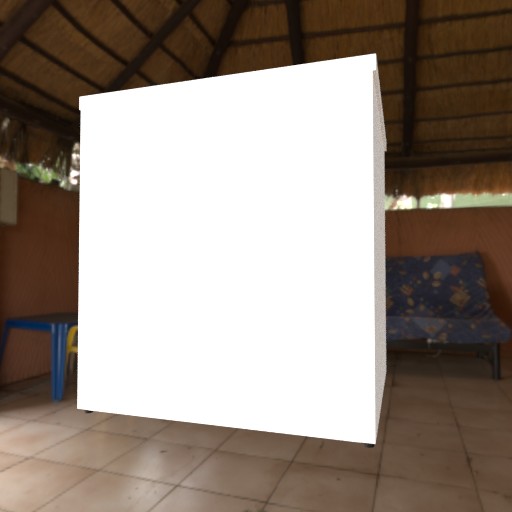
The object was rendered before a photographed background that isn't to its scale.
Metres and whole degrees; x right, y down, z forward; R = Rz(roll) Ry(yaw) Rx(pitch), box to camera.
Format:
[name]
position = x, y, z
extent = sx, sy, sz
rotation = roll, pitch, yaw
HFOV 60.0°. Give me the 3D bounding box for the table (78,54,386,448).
[table]
position = 0.000, 0.000, 0.758
extent = 0.420, 0.460, 0.380
rotation = -1, -2, 18
